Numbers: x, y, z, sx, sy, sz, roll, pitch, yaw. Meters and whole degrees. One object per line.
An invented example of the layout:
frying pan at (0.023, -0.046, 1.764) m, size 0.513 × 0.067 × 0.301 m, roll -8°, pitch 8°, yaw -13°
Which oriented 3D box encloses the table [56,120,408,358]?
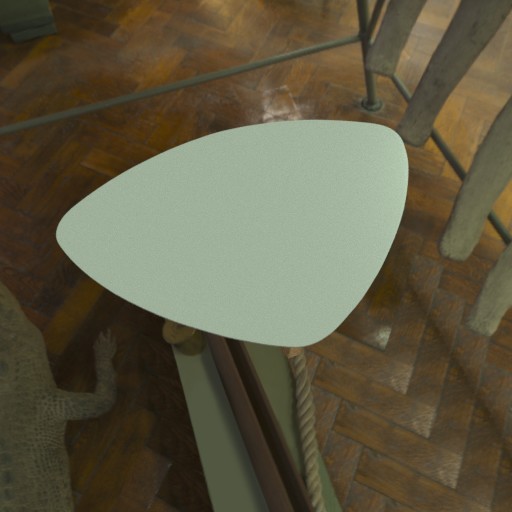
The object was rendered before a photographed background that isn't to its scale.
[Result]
table at (0.000, 0.000, 1.654) m, size 1.250 × 0.440 × 0.850 m, roll -18°, pitch 65°, yaw -9°
